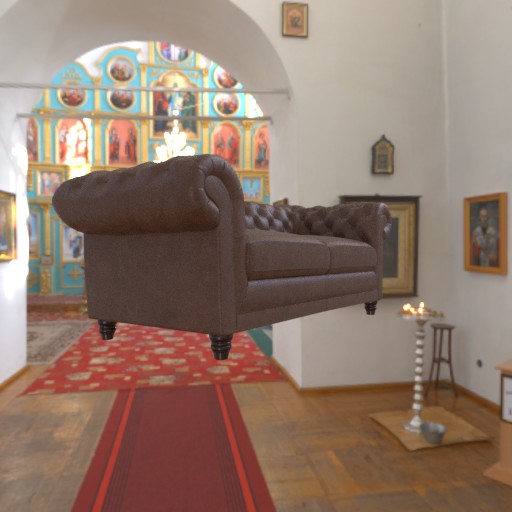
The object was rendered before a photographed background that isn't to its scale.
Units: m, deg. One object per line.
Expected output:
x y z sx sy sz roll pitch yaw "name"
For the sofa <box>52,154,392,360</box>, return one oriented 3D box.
0.000 0.000 2.559 0.955 0.784 2.048 0 0 35 "sofa"
